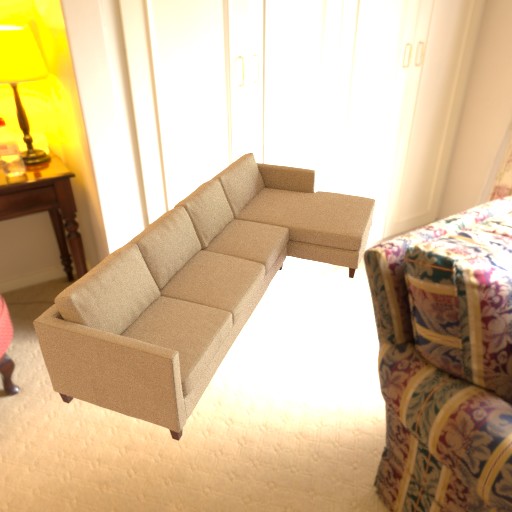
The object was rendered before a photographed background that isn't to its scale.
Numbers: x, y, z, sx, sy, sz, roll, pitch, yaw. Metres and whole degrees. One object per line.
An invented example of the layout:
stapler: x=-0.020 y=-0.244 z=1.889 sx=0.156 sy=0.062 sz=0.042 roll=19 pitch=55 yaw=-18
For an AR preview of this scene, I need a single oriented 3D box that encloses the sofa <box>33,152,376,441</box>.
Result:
sofa: x=0.000 y=0.000 z=3.750 sx=1.625 sy=0.846 sz=3.186 roll=11 pitch=32 yaw=17
